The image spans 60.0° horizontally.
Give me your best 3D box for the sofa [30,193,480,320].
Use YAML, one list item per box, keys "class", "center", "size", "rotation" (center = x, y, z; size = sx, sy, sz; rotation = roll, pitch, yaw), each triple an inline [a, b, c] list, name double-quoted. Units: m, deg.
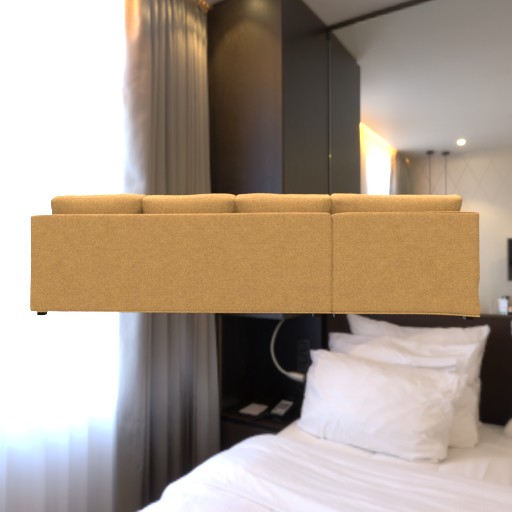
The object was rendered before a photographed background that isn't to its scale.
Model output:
- class: "sofa"
  center: [0.000, 0.000, 3.910]
  size: [3.198, 0.920, 1.638]
  rotation: [0, -1, 3]
